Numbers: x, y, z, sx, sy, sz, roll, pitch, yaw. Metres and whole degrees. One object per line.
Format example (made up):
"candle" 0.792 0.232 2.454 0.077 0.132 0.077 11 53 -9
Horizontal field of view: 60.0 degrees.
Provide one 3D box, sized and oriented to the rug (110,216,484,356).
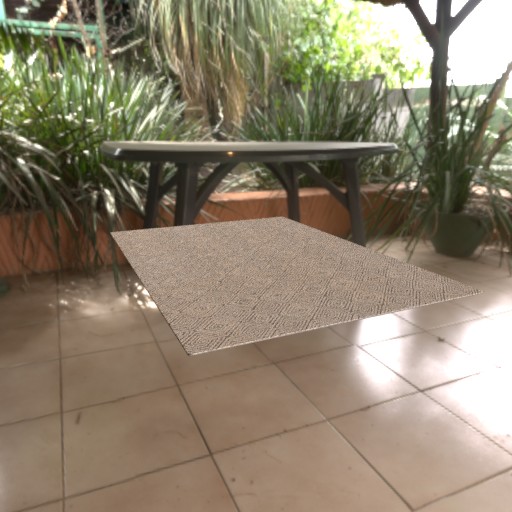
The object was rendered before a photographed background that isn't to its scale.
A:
"rug" 0.000 0.000 2.966 1.593 0.008 2.238 -7 18 -24
